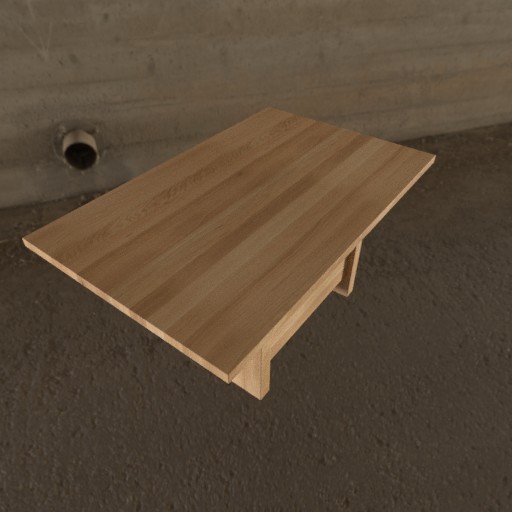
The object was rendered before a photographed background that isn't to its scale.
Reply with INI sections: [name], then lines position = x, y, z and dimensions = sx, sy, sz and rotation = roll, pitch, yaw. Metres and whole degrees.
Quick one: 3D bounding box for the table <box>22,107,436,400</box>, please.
[table]
position = 0.000, 0.000, 1.494
dimensions = 0.700, 0.510, 1.100
rotation = 26, 47, 27
